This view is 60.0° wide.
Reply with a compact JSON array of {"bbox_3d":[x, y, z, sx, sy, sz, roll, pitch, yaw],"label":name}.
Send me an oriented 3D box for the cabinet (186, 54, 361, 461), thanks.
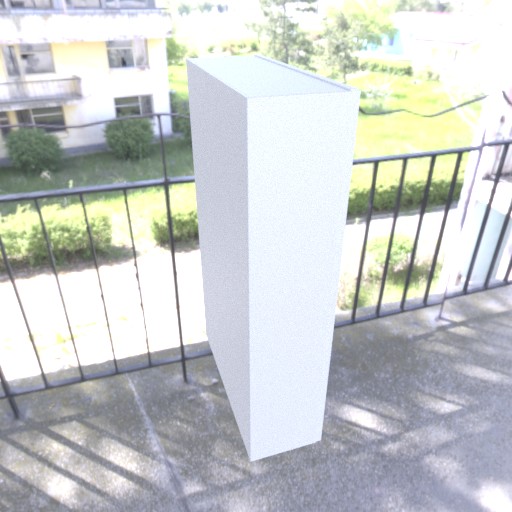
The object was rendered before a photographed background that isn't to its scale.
[{"bbox_3d":[0.000,0.000,2.763,0.480,2.160,1.250,-9,32,-16],"label":"cabinet"}]
